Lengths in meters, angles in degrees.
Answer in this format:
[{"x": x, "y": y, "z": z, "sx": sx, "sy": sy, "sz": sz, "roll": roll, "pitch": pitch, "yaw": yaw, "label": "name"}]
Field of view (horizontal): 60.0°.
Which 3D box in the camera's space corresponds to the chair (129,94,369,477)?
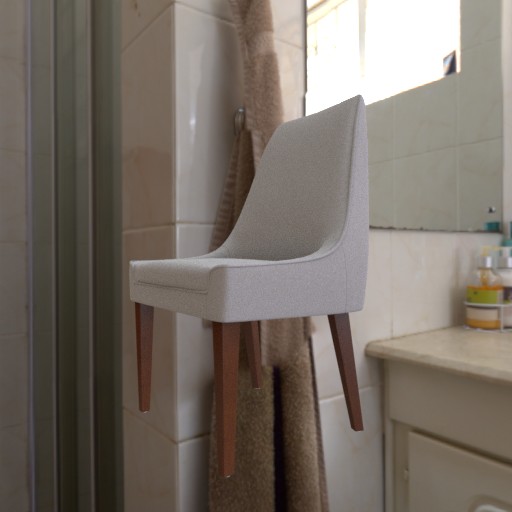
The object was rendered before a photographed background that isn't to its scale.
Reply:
[{"x": 0.000, "y": 0.000, "z": 1.182, "sx": 0.544, "sy": 0.861, "sz": 0.529, "roll": 0, "pitch": 0, "yaw": -35, "label": "chair"}]
